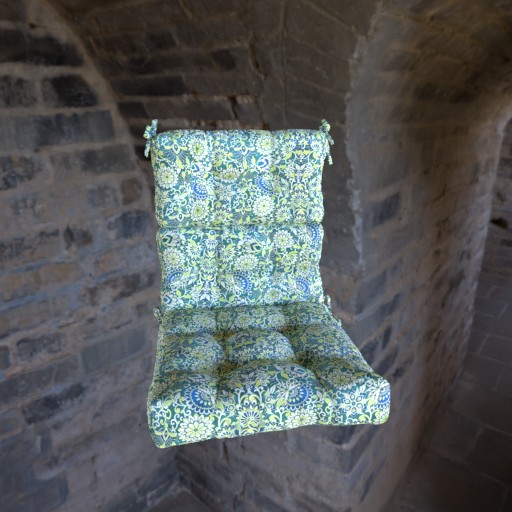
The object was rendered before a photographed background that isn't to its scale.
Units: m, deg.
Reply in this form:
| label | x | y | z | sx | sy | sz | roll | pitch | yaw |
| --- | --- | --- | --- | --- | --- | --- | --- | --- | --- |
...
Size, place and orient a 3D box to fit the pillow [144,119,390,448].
| label | x | y | z | sx | sy | sz | roll | pitch | yaw |
| --- | --- | --- | --- | --- | --- | --- | --- | --- | --- |
| pillow | 0.000 | 0.000 | 1.032 | 0.519 | 0.605 | 0.571 | -3 | 18 | -8 |
